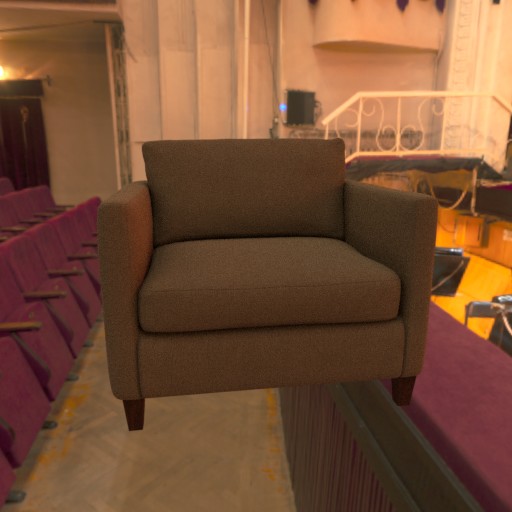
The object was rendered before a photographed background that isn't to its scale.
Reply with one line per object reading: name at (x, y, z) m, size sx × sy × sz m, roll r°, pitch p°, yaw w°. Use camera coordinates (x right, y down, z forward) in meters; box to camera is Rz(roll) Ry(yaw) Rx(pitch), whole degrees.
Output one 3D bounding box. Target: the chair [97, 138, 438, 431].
chair at (0.000, 0.000, 1.842) m, size 1.107 × 0.963 × 0.959 m, roll -2°, pitch 14°, yaw -9°
